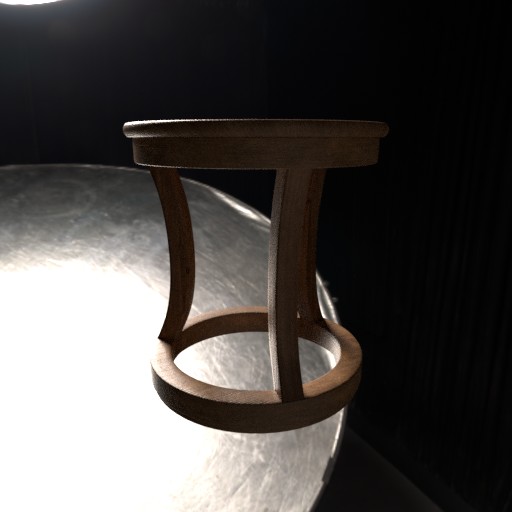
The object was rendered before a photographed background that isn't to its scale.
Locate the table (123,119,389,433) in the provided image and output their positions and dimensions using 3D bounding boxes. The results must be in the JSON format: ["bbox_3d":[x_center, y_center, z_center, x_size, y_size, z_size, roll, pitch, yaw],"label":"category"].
[{"bbox_3d":[0.000,0.000,0.807,0.432,0.460,0.432,0,15,0],"label":"table"}]
